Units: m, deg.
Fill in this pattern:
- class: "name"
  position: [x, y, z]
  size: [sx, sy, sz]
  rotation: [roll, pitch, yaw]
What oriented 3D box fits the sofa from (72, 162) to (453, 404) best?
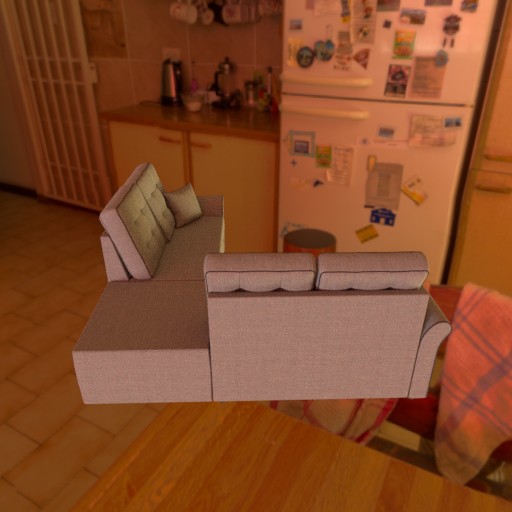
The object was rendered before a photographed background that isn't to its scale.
- class: "sofa"
  position: [0.000, 0.000, 3.320]
  size: [2.068, 0.988, 2.070]
  rotation: [-1, 28, -1]
